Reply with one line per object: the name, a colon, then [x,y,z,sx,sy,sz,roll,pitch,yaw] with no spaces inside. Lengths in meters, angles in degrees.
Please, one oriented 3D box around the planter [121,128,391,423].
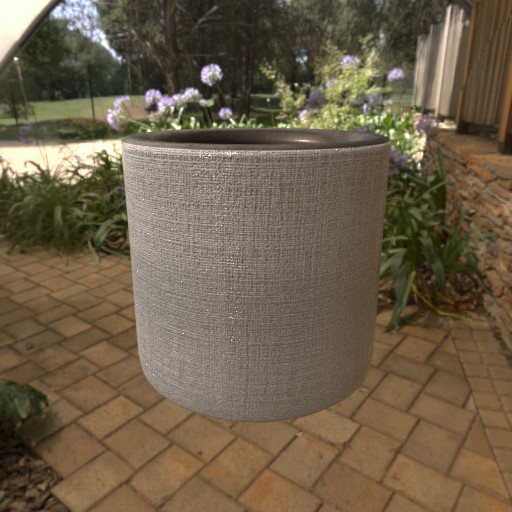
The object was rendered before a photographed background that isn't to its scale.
planter: [0.000,0.000,0.293,0.160,0.156,0.160,0,19,0]
